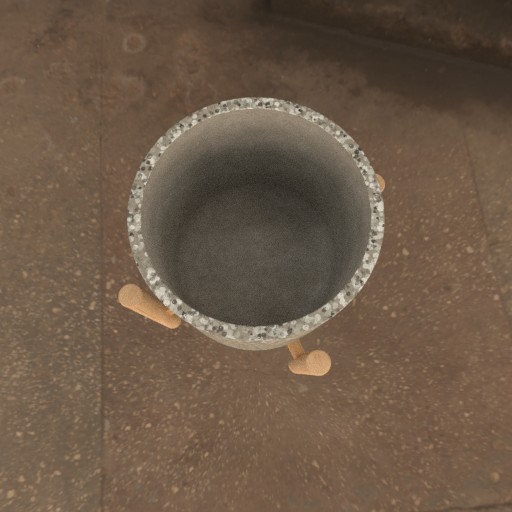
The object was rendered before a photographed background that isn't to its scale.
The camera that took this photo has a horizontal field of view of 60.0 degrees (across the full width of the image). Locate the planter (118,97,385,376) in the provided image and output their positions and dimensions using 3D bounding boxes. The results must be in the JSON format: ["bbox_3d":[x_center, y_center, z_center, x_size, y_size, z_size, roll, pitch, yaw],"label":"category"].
[{"bbox_3d":[0.000,0.000,0.538,0.284,0.320,0.284,-3,76,-1],"label":"planter"}]
